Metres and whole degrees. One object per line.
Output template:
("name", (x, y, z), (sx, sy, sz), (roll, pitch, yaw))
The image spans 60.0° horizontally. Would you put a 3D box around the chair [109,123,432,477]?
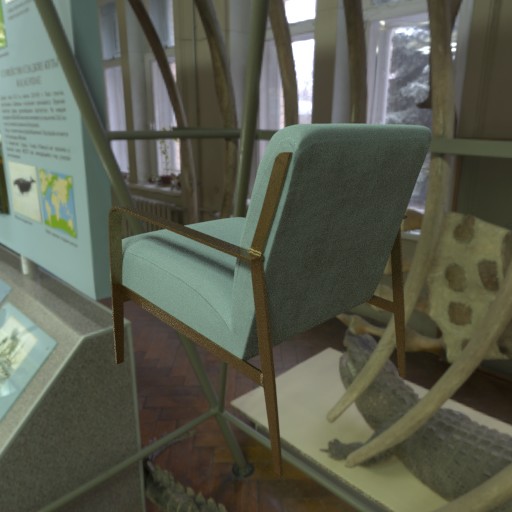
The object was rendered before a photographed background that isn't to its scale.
("chair", (0.000, 0.000, 1.449), (0.701, 0.824, 0.842), (-15, 22, -43))
